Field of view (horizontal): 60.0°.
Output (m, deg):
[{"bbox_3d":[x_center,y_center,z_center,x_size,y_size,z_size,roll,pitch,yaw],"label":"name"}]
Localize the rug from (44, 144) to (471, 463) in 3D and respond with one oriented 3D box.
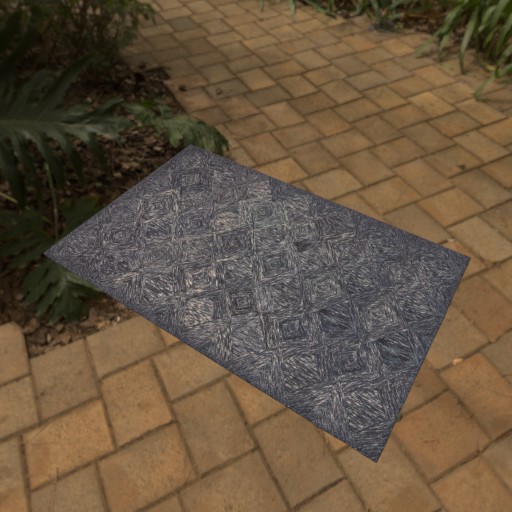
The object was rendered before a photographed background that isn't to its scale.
[{"bbox_3d":[0.000,0.000,2.156,1.754,0.010,1.139,26,53,22],"label":"rug"}]
